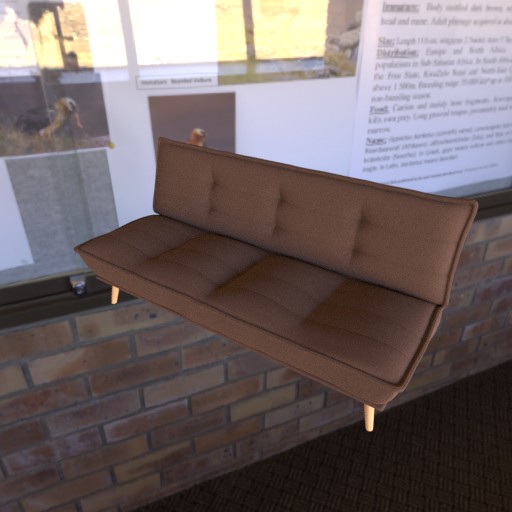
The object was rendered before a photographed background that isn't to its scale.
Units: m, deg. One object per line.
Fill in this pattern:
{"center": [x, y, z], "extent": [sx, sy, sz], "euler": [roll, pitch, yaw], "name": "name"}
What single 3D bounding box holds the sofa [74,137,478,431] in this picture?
{"center": [0.000, 0.000, 2.401], "extent": [1.940, 0.890, 0.950], "euler": [19, 34, 29], "name": "sofa"}
